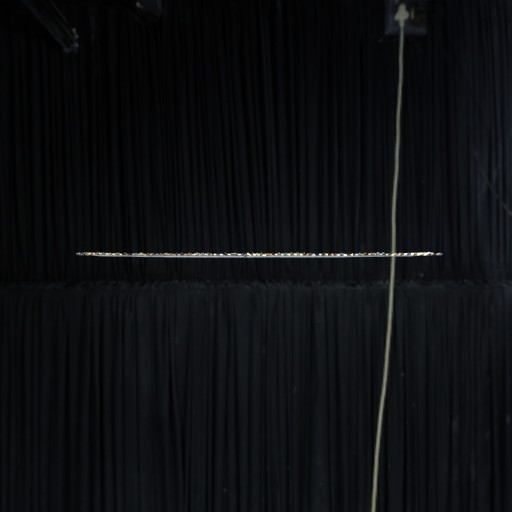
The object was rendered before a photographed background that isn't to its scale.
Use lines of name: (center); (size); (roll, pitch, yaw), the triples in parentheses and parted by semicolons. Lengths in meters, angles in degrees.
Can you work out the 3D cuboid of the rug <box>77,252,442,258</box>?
rug: (0.000, 0.000, 2.377); (1.218, 0.017, 1.861); (0, 0, -1)
